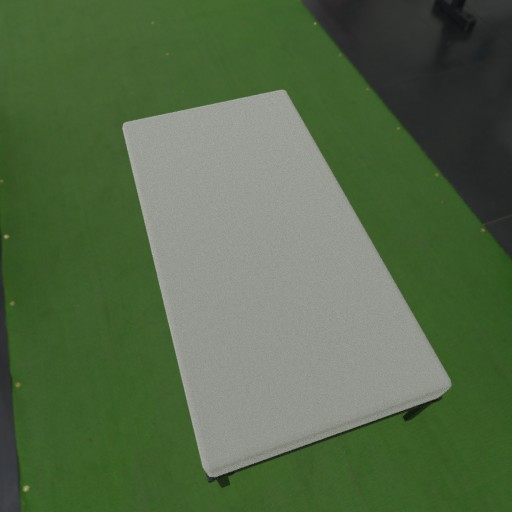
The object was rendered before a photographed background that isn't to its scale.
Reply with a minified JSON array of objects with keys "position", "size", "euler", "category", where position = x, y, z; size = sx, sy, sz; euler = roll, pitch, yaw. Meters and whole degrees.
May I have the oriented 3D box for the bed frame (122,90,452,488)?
[{"position":[0.000,0.000,3.174],"size":[1.393,0.680,2.635],"euler":[-15,58,-10],"category":"bed frame"}]
